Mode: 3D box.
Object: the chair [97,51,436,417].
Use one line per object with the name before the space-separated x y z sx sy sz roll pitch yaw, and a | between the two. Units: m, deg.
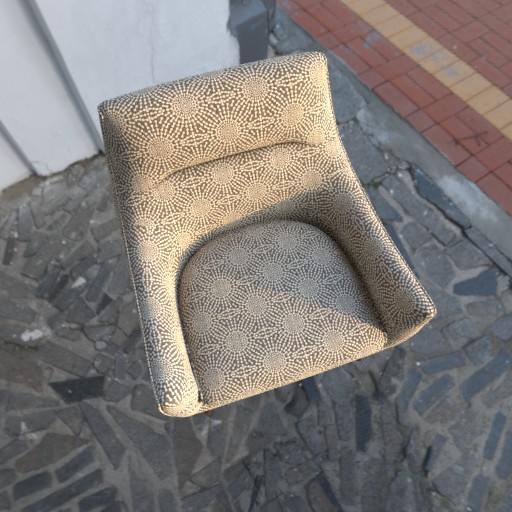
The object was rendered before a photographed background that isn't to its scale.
chair | 0.000 0.000 1.390 0.762 0.838 0.787 -17 65 -8
